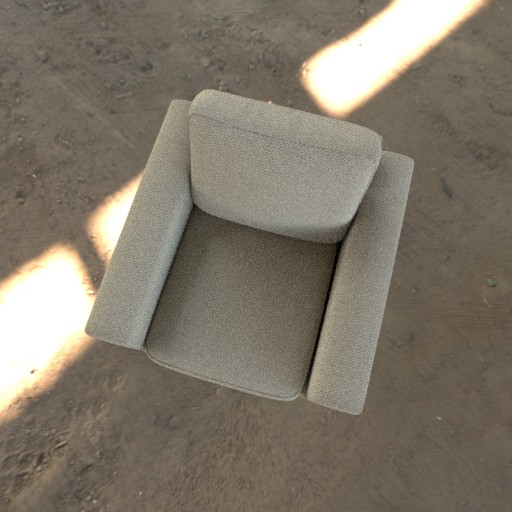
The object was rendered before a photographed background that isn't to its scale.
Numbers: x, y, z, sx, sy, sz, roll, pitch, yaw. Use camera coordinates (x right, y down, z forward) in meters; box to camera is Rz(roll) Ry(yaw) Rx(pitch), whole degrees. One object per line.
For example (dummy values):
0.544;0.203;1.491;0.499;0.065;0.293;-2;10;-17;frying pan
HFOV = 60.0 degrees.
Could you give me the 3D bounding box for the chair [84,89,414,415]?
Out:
0.000;0.000;1.743;1.005;0.873;1.016;15;75;4;chair
